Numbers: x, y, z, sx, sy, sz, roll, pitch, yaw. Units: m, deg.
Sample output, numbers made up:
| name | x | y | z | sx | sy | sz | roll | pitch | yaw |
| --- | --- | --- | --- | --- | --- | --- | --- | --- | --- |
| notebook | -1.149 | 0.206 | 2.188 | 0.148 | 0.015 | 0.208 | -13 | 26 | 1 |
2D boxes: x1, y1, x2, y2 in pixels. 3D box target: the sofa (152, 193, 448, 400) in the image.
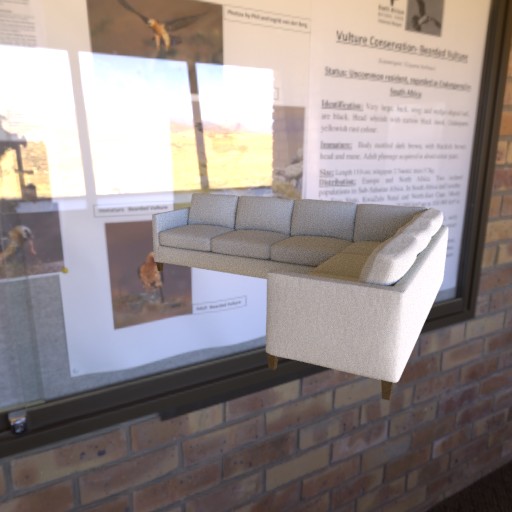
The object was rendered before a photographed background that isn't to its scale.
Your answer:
| name | x | y | z | sx | sy | sz | roll | pitch | yaw |
| --- | --- | --- | --- | --- | --- | --- | --- | --- | --- |
| sofa | 0.000 | 0.000 | 4.453 | 3.333 | 0.934 | 2.522 | 8 | 16 | 27 |
